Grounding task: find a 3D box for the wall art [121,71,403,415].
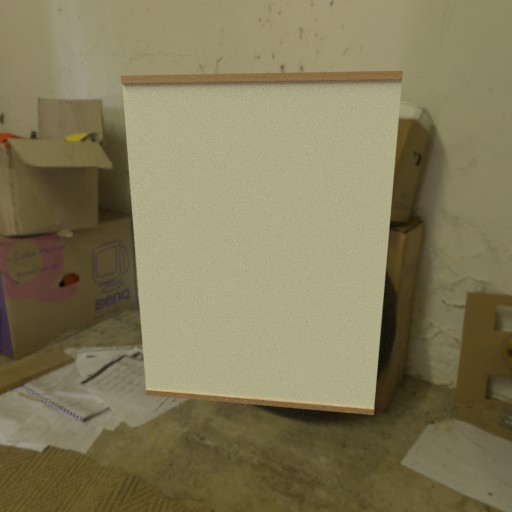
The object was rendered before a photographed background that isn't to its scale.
[{"bbox_3d":[0.000,0.000,1.327,0.758,1.016,0.013,2,16,8],"label":"wall art"}]
